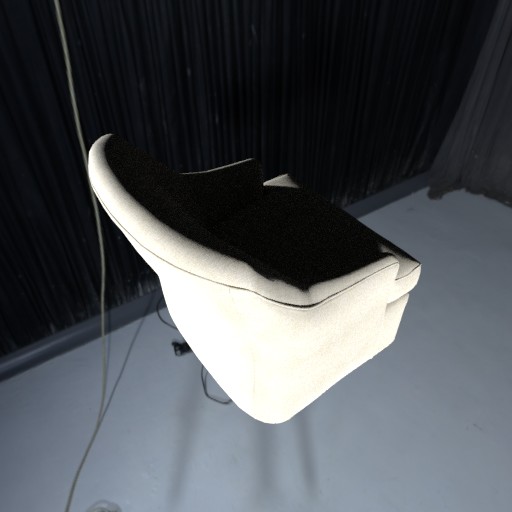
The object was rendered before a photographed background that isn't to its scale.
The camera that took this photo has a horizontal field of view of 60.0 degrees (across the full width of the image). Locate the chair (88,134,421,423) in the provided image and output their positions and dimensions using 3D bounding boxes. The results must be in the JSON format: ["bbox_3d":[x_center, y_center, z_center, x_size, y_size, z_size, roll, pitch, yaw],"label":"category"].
[{"bbox_3d":[0.000,0.000,1.588,0.923,0.856,0.864,-25,47,-26],"label":"chair"}]
